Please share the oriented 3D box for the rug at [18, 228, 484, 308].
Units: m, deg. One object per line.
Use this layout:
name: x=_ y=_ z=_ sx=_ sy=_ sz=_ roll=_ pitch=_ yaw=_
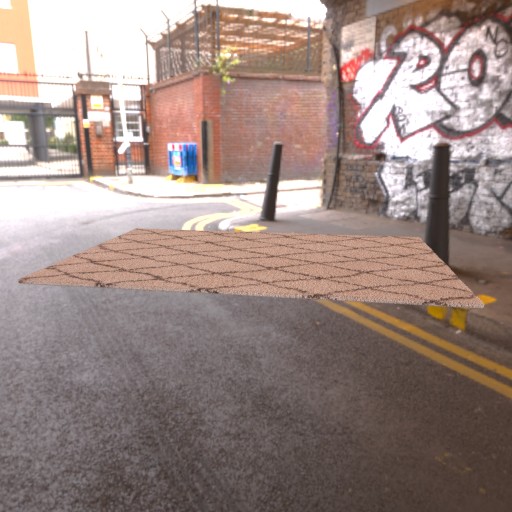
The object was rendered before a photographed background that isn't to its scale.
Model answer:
rug: x=0.000 y=0.000 z=3.403 sx=2.743 sy=0.030 sz=1.778 roll=2 pitch=14 yaw=9
